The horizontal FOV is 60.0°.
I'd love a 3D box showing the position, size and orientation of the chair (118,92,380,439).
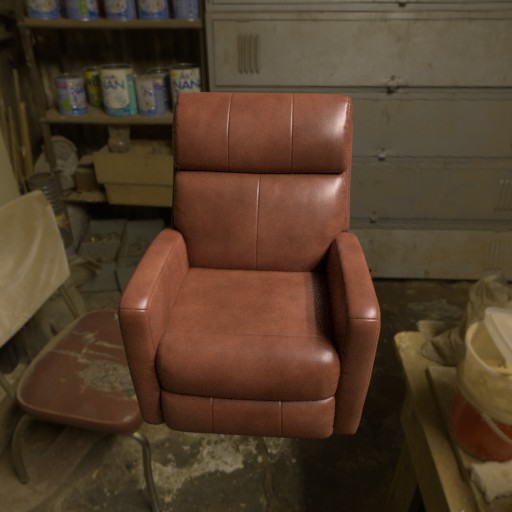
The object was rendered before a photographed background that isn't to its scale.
[{"bbox_3d":[0.000,0.000,1.647,0.787,1.016,0.939,2,31,3],"label":"chair"}]
